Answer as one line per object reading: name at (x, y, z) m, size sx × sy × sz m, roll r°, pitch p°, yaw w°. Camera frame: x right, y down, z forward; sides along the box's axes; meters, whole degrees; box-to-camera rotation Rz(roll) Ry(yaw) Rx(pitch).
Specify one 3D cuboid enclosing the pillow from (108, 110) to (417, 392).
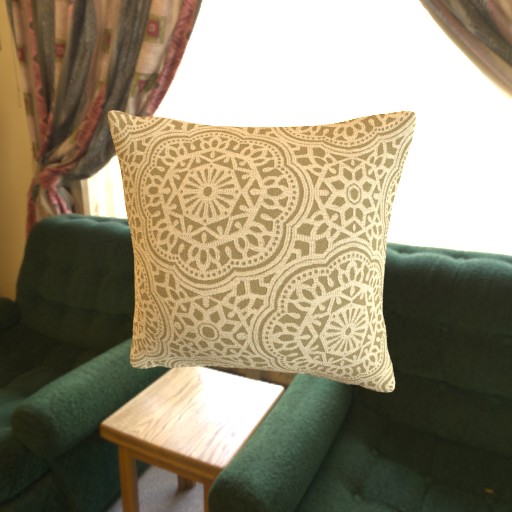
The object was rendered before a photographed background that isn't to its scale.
pillow at (0.000, 0.000, 0.669) m, size 0.438 × 0.421 × 0.167 m, roll 3°, pitch 16°, yaw 9°
